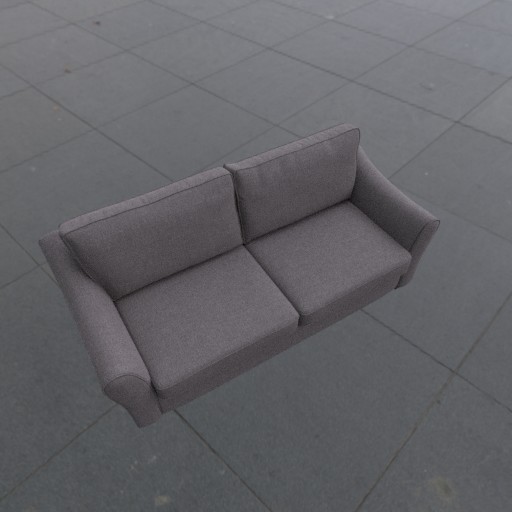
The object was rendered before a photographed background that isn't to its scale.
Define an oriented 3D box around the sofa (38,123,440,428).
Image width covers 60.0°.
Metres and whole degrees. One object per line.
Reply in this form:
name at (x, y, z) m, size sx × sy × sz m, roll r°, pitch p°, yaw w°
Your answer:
sofa at (0.000, 0.000, 2.735) m, size 2.203 × 0.976 × 1.013 m, roll -24°, pitch 52°, yaw -21°
